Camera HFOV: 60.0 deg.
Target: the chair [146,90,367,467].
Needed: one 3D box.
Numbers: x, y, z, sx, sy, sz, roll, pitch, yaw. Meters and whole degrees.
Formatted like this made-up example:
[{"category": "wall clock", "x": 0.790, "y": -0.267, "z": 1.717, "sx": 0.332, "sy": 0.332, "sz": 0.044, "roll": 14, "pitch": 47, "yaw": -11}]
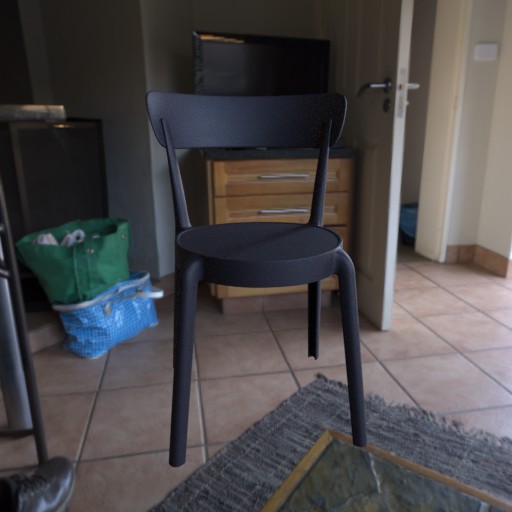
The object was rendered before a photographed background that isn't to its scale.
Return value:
[{"category": "chair", "x": 0.000, "y": 0.000, "z": 1.102, "sx": 0.506, "sy": 0.790, "sz": 0.491, "roll": -2, "pitch": 16, "yaw": -8}]
